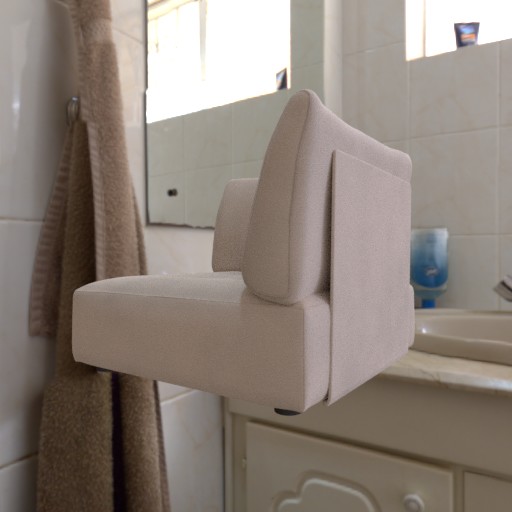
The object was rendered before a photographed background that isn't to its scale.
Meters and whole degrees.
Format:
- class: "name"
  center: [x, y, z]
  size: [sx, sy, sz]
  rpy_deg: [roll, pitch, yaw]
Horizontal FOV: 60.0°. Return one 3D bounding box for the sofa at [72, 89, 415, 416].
- class: "sofa"
  center: [0.000, 0.000, 1.724]
  size: [1.000, 0.820, 1.000]
  rpy_deg: [0, 0, 35]
